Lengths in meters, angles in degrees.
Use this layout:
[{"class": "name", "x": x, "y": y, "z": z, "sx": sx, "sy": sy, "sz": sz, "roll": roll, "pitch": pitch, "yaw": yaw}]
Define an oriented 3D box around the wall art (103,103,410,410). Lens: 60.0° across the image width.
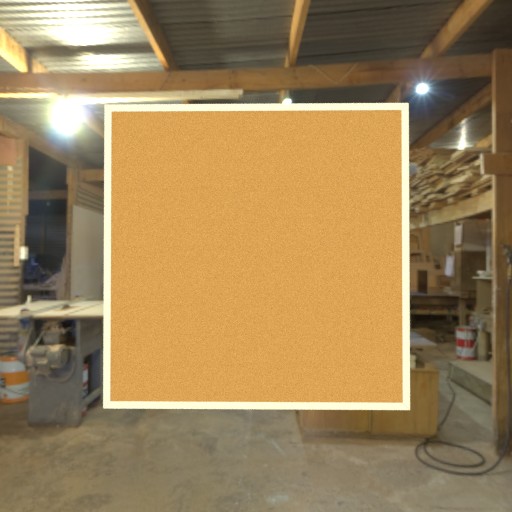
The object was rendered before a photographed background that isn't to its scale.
[{"class": "wall art", "x": 0.000, "y": 0.000, "z": 0.758, "sx": 0.509, "sy": 0.509, "sz": 0.040, "roll": 0, "pitch": -1, "yaw": 1}]
